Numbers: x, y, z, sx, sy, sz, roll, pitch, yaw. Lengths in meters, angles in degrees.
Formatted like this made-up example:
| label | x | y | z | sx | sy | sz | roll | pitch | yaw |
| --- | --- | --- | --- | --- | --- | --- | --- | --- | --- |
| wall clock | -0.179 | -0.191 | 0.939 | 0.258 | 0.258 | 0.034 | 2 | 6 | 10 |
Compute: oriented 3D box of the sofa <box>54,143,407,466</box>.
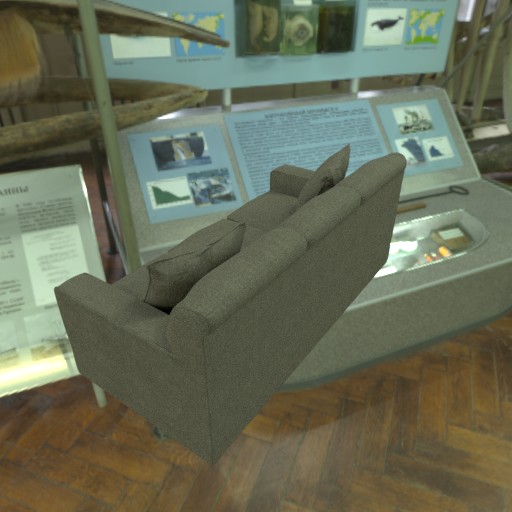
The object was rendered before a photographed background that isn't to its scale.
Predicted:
| label | x | y | z | sx | sy | sz | roll | pitch | yaw |
| --- | --- | --- | --- | --- | --- | --- | --- | --- | --- |
| sofa | 0.000 | 0.000 | 2.613 | 0.997 | 0.958 | 2.024 | 21 | 37 | 29 |
